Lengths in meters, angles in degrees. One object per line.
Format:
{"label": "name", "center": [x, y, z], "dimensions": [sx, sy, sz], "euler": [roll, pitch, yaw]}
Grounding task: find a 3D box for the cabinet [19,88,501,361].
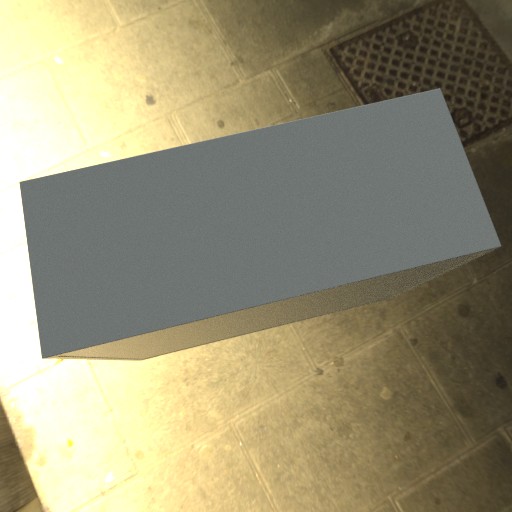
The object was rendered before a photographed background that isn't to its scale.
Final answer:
{"label": "cabinet", "center": [0.000, 0.000, 1.367], "dimensions": [1.000, 0.800, 0.400], "euler": [-13, 77, -3]}
